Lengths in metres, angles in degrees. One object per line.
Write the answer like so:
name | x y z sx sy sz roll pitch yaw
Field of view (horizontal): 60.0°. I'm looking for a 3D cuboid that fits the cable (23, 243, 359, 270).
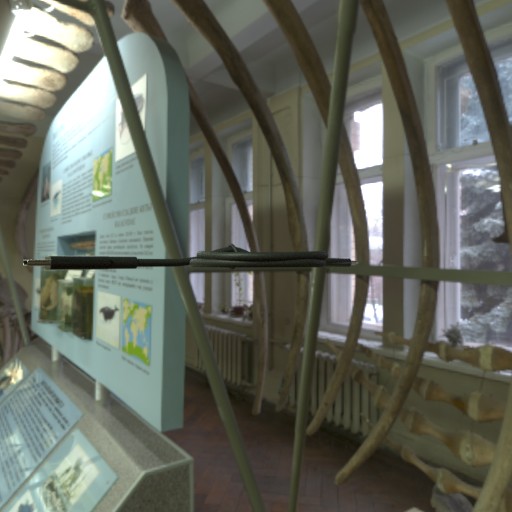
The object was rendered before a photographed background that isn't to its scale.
cable | 0.000 0.000 0.226 0.203 0.014 0.070 1 -1 -36
